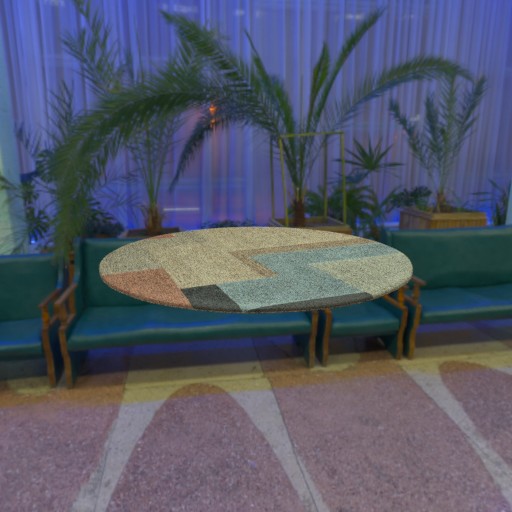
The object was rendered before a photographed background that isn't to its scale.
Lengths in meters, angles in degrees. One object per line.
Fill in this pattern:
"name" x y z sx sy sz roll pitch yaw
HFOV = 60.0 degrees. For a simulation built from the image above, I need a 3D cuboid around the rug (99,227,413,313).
"rug" 0.000 0.000 3.657 2.461 0.033 2.461 0 15 0
